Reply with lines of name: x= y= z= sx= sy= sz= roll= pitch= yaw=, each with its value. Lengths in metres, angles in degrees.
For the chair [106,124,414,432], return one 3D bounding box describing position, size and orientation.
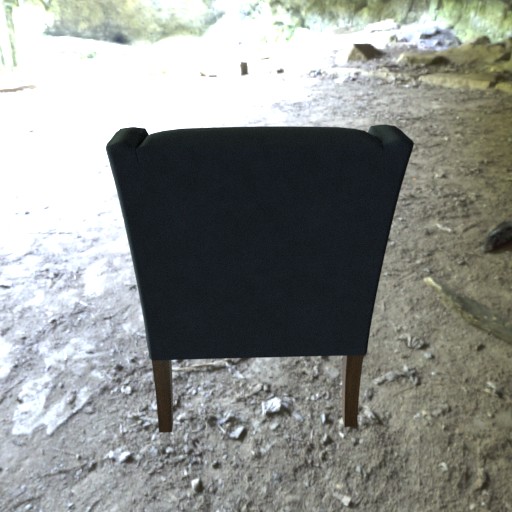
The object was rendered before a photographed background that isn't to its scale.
chair: x=0.000 y=0.000 z=1.346 sx=0.629 sy=0.895 sz=0.629 roll=-1 pitch=31 yaw=-2
